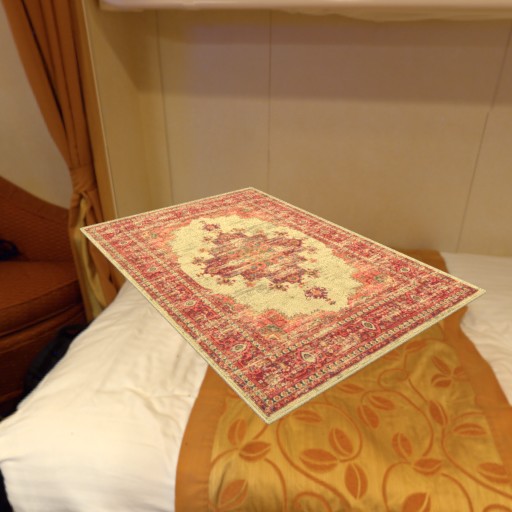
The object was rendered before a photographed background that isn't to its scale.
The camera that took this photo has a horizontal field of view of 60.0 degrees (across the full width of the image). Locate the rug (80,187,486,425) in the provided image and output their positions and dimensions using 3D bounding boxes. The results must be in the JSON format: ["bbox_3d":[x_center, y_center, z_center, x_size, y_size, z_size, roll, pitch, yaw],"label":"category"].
[{"bbox_3d":[0.000,0.000,3.677,2.005,0.014,2.878,-19,33,-32],"label":"rug"}]
